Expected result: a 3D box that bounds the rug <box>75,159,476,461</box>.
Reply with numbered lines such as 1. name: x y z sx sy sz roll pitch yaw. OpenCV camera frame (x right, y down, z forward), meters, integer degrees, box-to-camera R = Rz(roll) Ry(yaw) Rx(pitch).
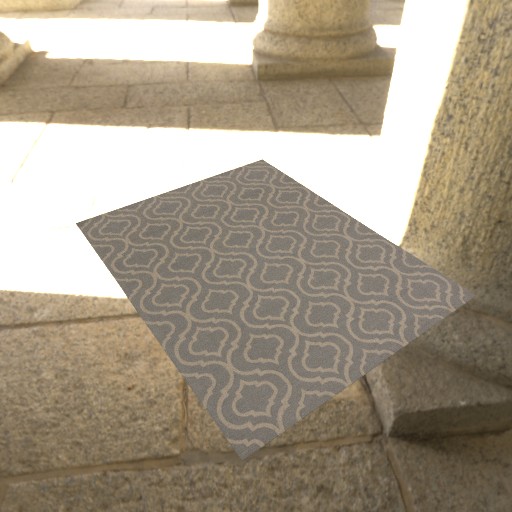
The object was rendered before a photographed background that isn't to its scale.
1. rug: 0.000 0.000 3.957 2.283 0.006 2.892 -25 46 -27
